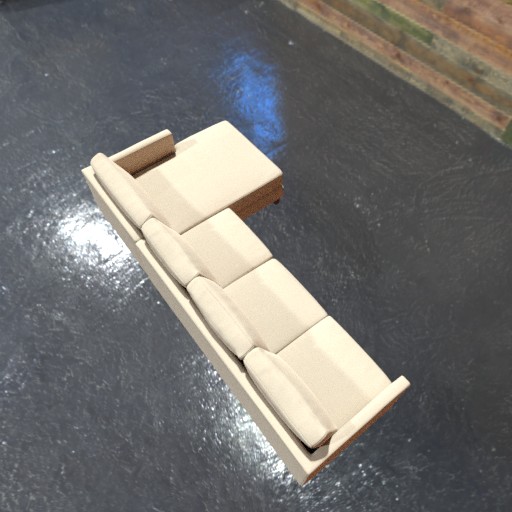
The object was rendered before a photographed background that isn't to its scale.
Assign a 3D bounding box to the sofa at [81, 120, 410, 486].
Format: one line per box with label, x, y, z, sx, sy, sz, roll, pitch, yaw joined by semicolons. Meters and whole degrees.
sofa;0.000;0.000;3.833;1.625;0.861;3.186;-33;63;-19
